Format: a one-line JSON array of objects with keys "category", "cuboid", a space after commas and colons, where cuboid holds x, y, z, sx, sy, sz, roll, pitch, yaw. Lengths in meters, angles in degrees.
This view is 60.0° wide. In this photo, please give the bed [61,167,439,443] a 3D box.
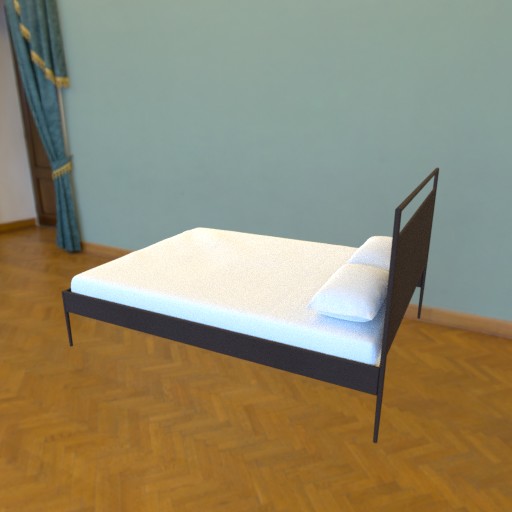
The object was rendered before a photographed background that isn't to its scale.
[{"category": "bed", "cuboid": [0.000, 0.000, 3.110, 2.122, 1.173, 1.572, 9, 20, 25]}]
